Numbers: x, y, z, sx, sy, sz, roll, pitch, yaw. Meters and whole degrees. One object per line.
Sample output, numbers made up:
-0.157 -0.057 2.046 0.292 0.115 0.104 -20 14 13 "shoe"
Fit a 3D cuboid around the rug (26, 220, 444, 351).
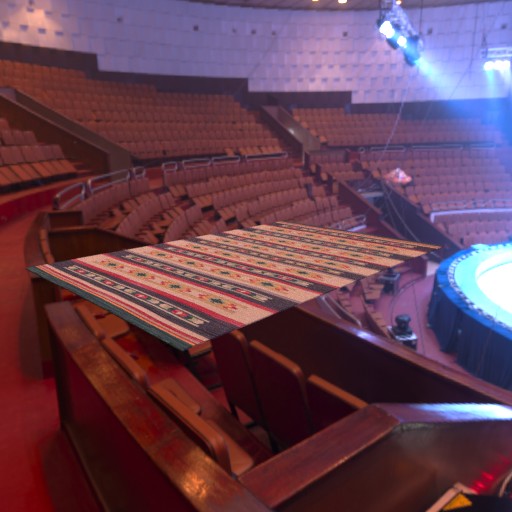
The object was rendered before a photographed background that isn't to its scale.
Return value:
0.000 0.000 2.885 1.522 0.010 2.311 14 20 43 "rug"
